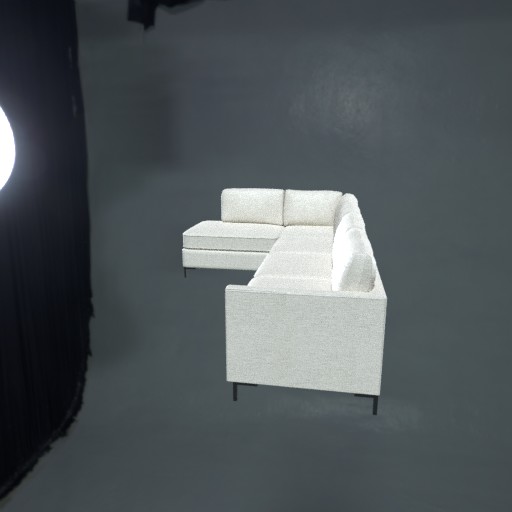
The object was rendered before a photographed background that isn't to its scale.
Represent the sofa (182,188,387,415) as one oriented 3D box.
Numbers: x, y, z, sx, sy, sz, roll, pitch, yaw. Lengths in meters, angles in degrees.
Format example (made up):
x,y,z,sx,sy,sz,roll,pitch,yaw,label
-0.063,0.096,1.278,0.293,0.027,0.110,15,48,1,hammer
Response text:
x,y,z,sx,sy,sz,roll,pitch,yaw,label
0.000,0.000,4.241,2.048,0.996,3.384,2,14,10,sofa
